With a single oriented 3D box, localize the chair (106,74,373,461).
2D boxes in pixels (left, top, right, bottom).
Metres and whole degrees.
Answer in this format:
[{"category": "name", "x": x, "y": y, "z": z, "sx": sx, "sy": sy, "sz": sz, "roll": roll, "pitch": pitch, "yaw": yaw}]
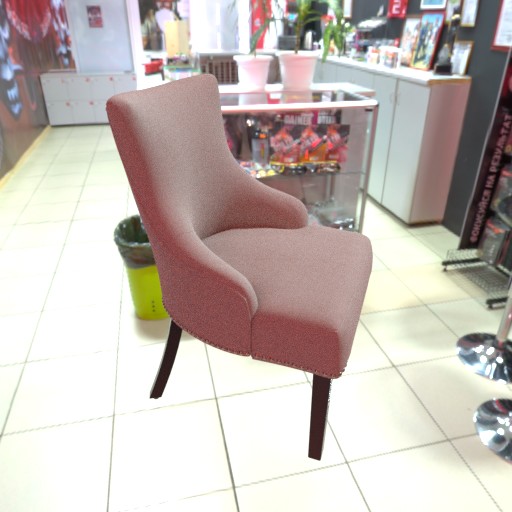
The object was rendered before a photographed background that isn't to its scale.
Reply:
[{"category": "chair", "x": 0.000, "y": 0.000, "z": 1.269, "sx": 0.629, "sy": 0.909, "sz": 0.566, "roll": 10, "pitch": 30, "yaw": 17}]
